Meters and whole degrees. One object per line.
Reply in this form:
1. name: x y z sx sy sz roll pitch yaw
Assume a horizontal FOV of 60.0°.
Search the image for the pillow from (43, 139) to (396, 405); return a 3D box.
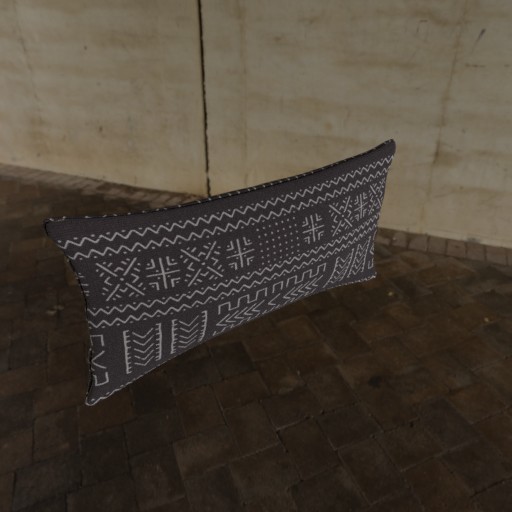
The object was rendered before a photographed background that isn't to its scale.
1. pillow: 0.000 0.000 0.790 0.667 0.322 0.135 -19 35 -30
